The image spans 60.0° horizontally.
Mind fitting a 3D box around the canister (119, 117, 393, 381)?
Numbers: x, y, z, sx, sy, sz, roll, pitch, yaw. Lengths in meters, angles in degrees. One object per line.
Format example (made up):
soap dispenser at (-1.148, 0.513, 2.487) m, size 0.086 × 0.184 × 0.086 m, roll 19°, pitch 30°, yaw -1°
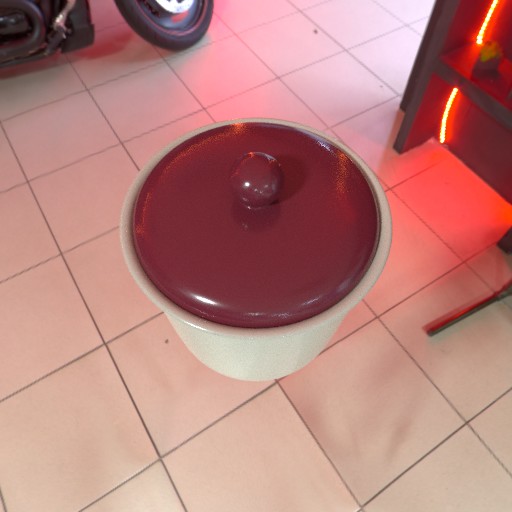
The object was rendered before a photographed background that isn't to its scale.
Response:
canister at (0.000, 0.000, 0.348) m, size 0.182 × 0.208 × 0.182 m, roll 0°, pitch 59°, yaw 0°
